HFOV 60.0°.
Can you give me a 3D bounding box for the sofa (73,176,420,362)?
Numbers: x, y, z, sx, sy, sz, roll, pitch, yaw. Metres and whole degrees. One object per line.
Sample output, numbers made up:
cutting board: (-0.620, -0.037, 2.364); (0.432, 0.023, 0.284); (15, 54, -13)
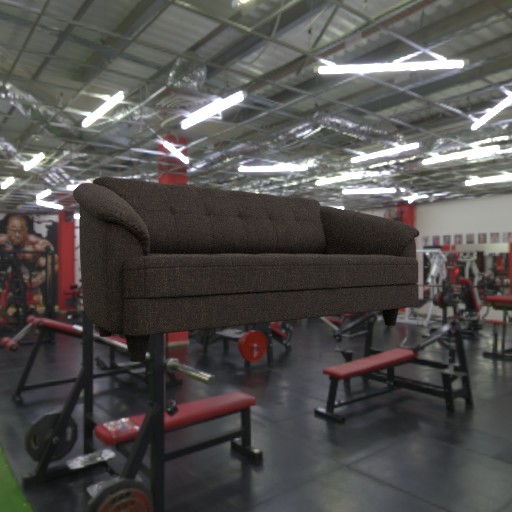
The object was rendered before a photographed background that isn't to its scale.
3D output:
sofa: (0.000, 0.000, 2.327); (1.849, 0.790, 0.887); (0, 0, -36)
